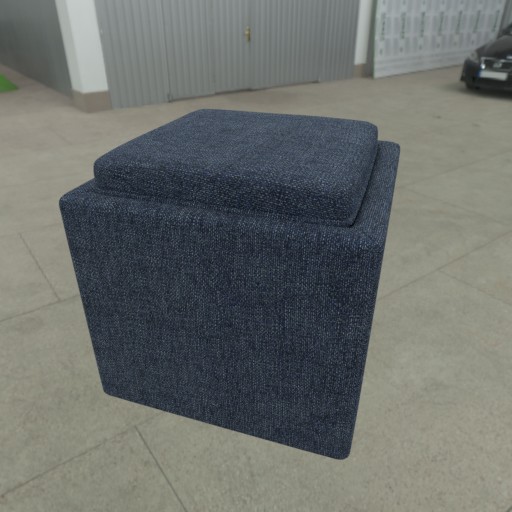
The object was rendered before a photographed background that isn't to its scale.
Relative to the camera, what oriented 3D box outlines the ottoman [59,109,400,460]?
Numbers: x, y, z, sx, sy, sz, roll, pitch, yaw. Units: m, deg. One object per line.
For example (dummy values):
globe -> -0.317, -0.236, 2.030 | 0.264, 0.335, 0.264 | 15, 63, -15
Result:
ottoman -> 0.000, 0.000, 0.824 | 0.450, 0.460, 0.450 | 9, 31, 16
